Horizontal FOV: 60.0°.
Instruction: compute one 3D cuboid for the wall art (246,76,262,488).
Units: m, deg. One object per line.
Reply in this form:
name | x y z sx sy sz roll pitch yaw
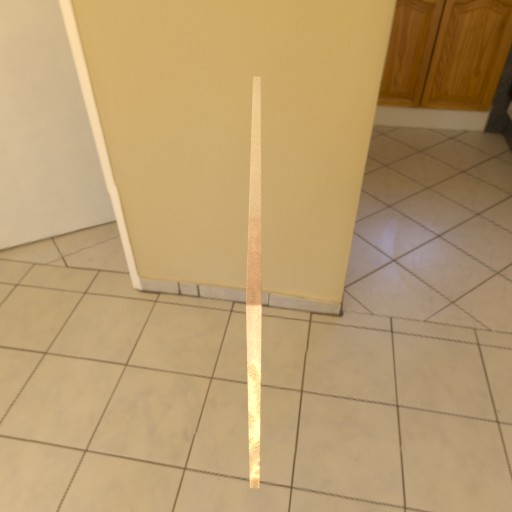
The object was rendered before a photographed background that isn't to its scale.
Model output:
wall art | 0.000 0.000 1.926 0.038 1.012 1.525 0 41 0
